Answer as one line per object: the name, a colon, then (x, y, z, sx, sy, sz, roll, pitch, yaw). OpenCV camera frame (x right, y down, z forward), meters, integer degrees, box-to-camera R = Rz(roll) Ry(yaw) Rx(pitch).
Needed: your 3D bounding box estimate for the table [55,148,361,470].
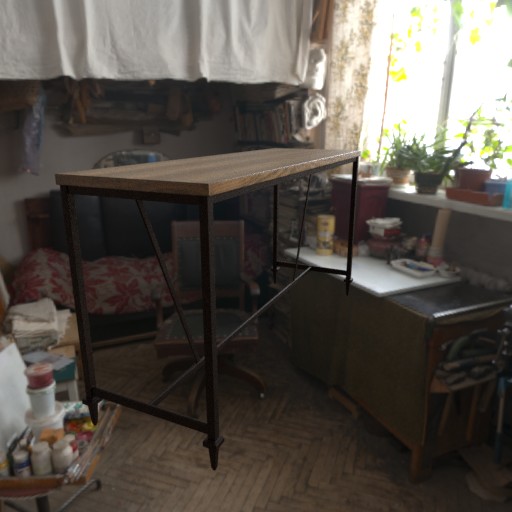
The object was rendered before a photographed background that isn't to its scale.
table: (0.000, 0.000, 2.091, 0.551, 0.902, 1.700, 8, 18, 25)
